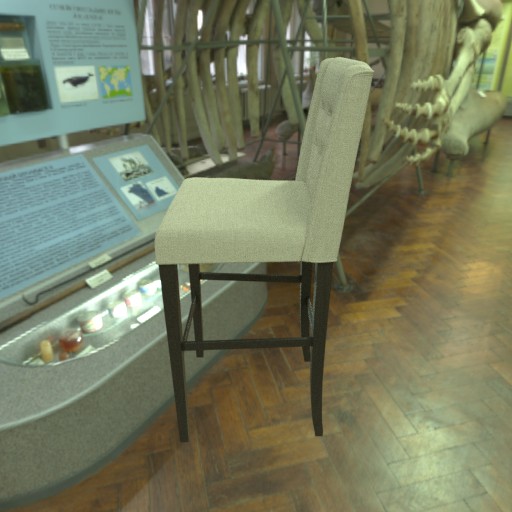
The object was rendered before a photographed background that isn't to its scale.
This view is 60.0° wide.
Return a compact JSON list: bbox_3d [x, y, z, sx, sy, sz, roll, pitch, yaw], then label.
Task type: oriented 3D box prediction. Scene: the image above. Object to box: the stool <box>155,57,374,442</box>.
[{"bbox_3d":[0.000,0.000,1.373,0.509,1.116,0.474,0,26,0],"label":"stool"}]
